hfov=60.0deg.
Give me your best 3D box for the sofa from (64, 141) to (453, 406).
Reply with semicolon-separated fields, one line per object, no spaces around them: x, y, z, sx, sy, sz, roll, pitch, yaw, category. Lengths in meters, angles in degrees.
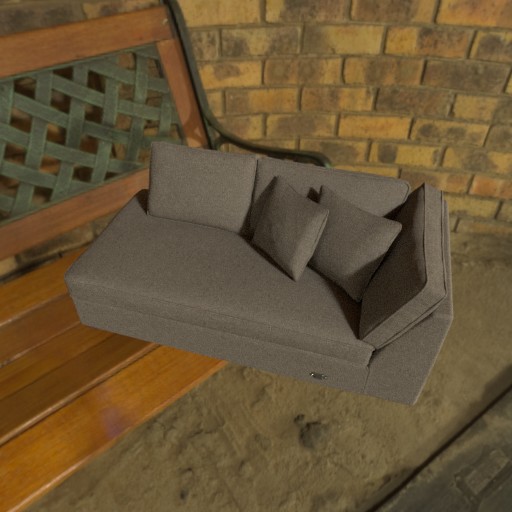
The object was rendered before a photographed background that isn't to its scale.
0.000;0.000;2.869;2.237;1.033;1.110;11;41;13;sofa
